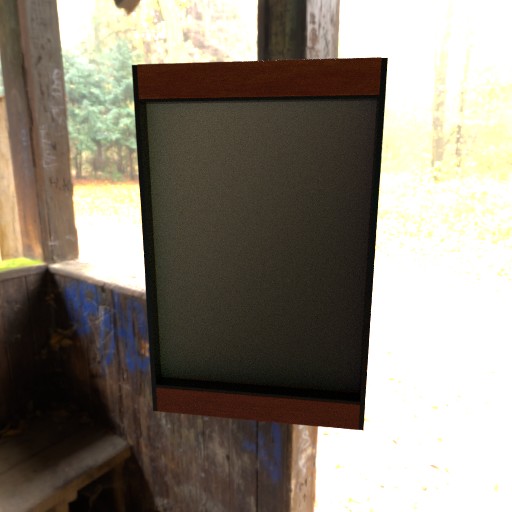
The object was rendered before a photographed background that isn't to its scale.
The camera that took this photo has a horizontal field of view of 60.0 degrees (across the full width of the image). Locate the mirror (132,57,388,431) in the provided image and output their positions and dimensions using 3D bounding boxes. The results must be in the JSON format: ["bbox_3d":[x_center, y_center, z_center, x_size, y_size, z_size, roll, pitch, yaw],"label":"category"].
[{"bbox_3d":[0.000,0.000,1.015,0.525,0.823,0.047,2,14,9],"label":"mirror"}]
